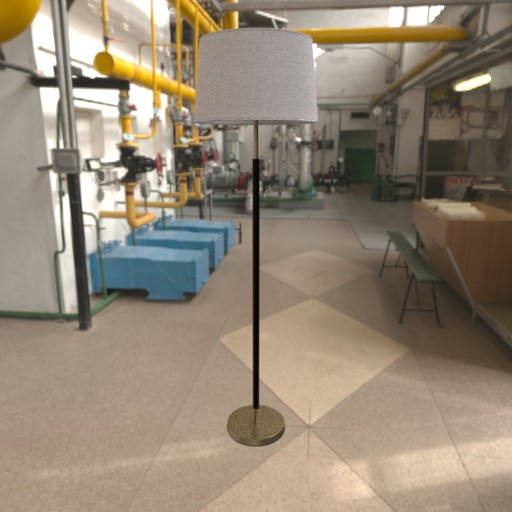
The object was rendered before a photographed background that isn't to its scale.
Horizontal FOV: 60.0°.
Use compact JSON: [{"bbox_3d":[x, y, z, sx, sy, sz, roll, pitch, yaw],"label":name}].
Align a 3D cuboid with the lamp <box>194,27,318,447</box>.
[{"bbox_3d":[0.000,0.000,1.630,0.420,1.447,0.420,0,14,0],"label":"lamp"}]
